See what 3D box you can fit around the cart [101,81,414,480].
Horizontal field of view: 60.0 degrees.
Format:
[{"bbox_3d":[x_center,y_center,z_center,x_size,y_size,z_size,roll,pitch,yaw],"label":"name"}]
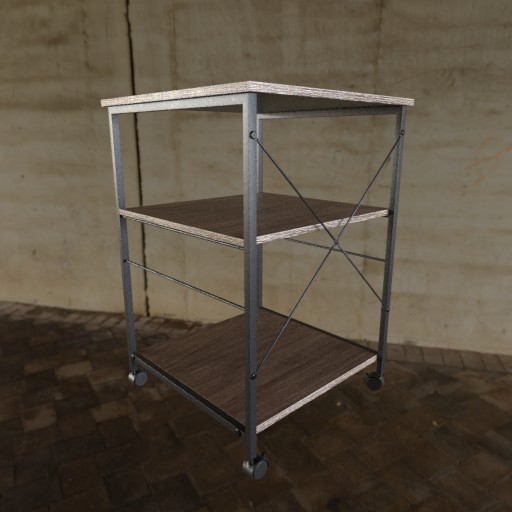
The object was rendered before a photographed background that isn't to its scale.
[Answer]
[{"bbox_3d":[0.000,0.000,1.141,0.521,0.762,0.520,-14,20,-41],"label":"cart"}]
